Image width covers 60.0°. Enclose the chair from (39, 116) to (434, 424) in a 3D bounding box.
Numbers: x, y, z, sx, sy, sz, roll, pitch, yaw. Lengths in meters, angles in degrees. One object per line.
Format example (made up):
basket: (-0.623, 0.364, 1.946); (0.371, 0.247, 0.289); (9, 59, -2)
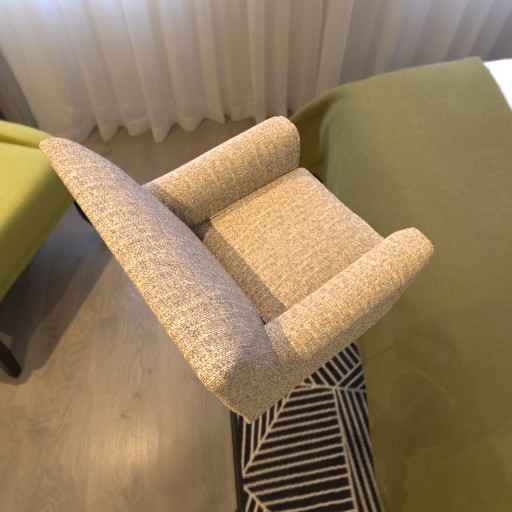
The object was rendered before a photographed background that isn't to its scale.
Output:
chair: (0.000, 0.000, 1.562); (0.873, 0.928, 0.864); (-32, 63, -19)
